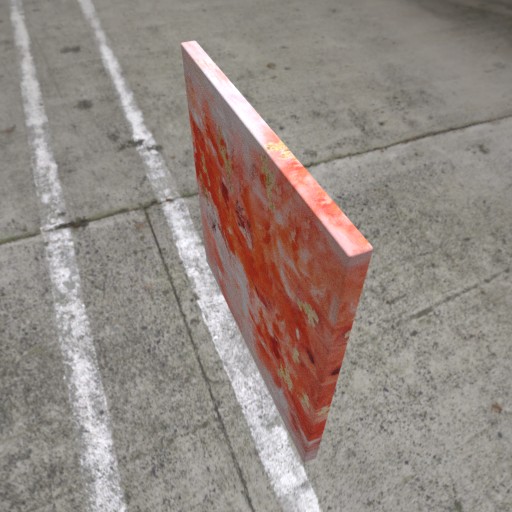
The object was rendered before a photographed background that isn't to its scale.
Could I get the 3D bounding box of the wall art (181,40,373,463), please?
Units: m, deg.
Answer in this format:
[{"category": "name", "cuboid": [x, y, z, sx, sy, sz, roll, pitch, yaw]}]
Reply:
[{"category": "wall art", "cuboid": [0.000, 0.000, 1.072, 0.064, 0.746, 0.747, -17, 49, -16]}]
